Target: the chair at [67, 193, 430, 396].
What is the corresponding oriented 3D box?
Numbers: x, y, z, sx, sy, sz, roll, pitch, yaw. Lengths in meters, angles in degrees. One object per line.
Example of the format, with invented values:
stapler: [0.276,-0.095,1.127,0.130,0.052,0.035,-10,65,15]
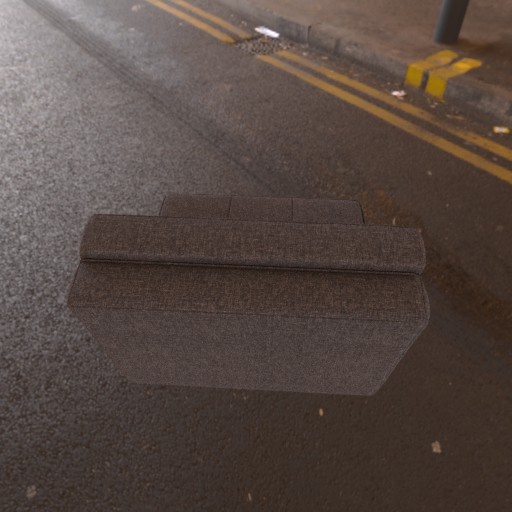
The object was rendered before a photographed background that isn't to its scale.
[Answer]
chair: [0.000,0.000,1.303,0.740,0.615,0.800,2,44,2]
